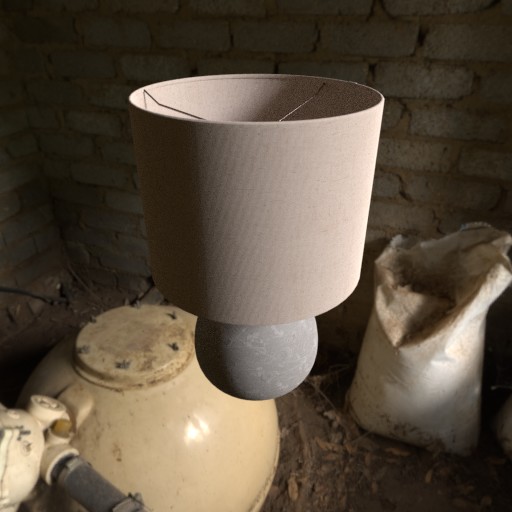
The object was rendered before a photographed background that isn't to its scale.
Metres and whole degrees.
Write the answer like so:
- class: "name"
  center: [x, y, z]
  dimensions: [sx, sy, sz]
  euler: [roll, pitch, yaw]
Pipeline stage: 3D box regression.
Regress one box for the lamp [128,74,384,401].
- class: "lamp"
  center: [0.000, 0.000, 0.581]
  dimensions: [0.269, 0.409, 0.269]
  euler: [-9, 31, -15]
